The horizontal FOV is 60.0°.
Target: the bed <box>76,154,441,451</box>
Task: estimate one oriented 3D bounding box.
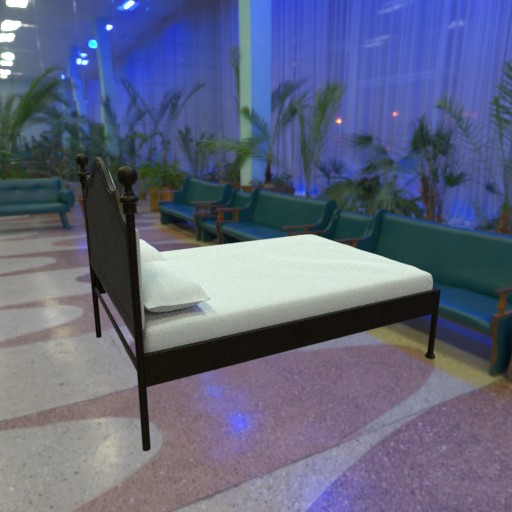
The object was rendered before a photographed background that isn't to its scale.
[{"bbox_3d":[0.000,0.000,3.328,2.224,1.499,1.642,-8,17,-27],"label":"bed"}]
